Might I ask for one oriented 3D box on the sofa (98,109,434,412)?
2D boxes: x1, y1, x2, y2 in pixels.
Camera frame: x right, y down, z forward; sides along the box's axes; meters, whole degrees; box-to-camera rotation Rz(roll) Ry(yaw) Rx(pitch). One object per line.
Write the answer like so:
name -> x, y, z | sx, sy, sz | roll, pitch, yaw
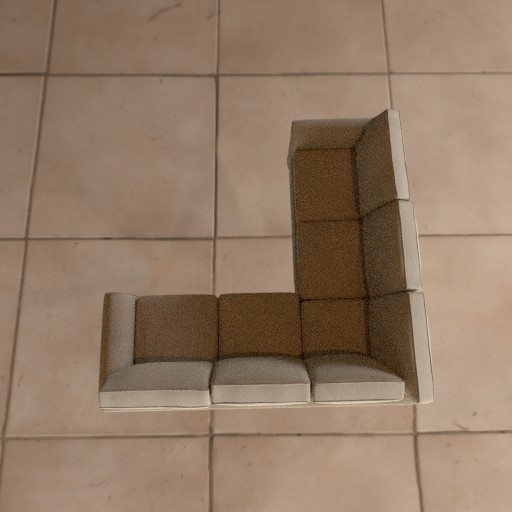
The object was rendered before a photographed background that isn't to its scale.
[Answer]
sofa -> 0.000, 0.000, 3.876 | 2.569, 1.054, 2.487 | -2, 77, 0
